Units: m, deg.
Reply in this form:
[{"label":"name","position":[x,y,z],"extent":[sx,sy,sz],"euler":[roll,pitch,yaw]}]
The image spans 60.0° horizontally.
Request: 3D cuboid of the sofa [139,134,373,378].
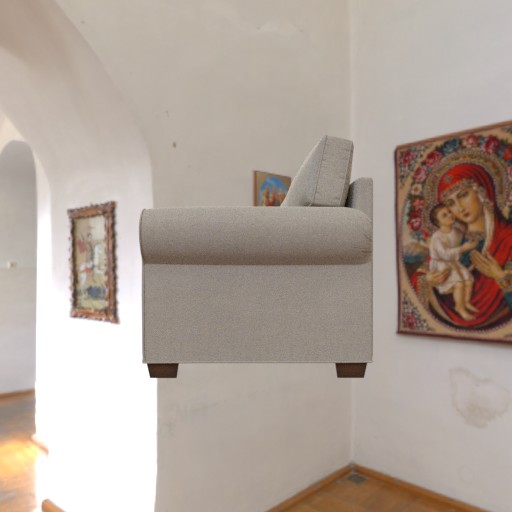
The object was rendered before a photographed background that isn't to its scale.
[{"label":"sofa","position":[0.000,0.000,2.691],"extent":[0.901,0.962,2.146],"euler":[0,-1,0]}]
